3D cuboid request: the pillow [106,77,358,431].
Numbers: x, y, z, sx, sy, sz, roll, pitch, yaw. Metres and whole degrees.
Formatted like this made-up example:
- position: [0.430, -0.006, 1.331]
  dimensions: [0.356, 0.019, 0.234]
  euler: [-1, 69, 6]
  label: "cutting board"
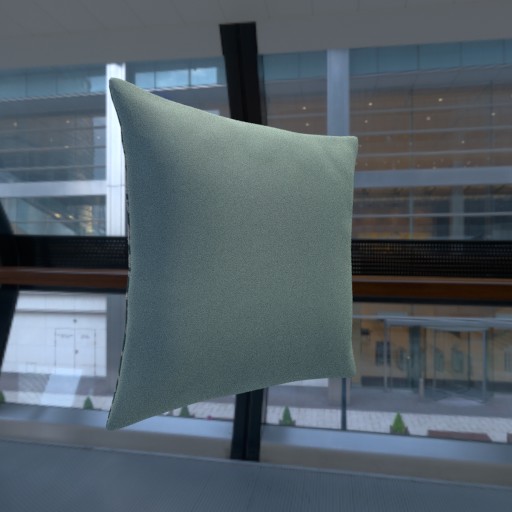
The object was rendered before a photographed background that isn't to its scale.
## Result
- position: [0.000, 0.000, 0.787]
  dimensions: [0.525, 0.508, 0.166]
  euler: [0, -1, -36]
  label: "pillow"
